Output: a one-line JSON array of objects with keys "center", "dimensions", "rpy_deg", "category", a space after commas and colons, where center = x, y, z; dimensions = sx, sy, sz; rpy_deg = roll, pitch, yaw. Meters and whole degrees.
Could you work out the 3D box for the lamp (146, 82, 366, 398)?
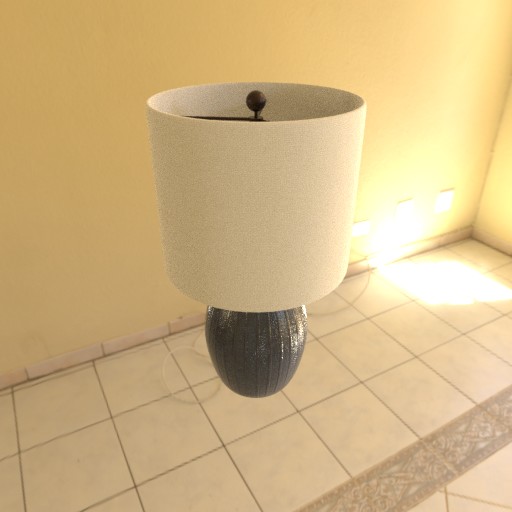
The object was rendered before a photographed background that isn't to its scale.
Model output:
[{"center": [0.000, 0.000, 0.805], "dimensions": [0.329, 0.570, 0.329], "rpy_deg": [-22, 36, -33], "category": "lamp"}]
